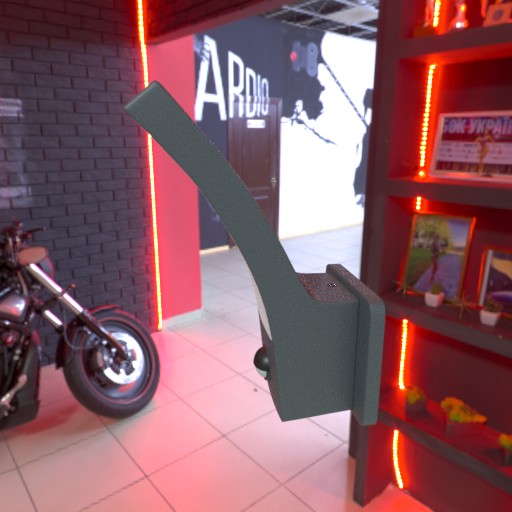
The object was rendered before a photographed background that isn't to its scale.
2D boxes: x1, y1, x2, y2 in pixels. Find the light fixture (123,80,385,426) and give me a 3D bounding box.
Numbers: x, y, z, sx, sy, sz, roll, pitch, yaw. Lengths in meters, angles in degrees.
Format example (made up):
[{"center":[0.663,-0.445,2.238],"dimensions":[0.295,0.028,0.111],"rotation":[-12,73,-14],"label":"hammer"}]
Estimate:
[{"center":[0.000,0.000,0.337],"dimensions":[0.174,0.243,0.108],"rotation":[-2,15,-8],"label":"light fixture"}]
